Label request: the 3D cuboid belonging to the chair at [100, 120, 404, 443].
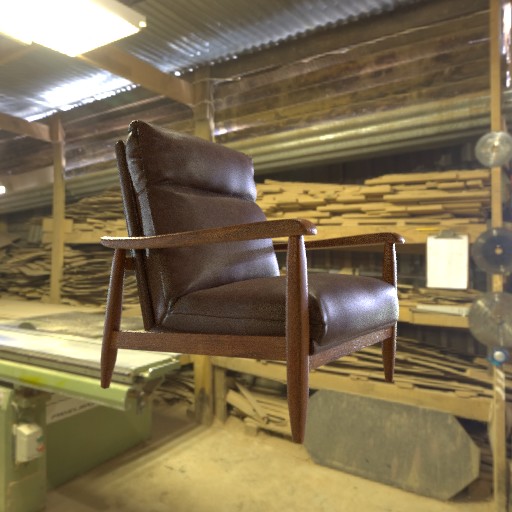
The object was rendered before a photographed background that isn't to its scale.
[{"bbox_3d":[0.000,0.000,1.534,0.830,0.897,0.782,0,0,36],"label":"chair"}]
